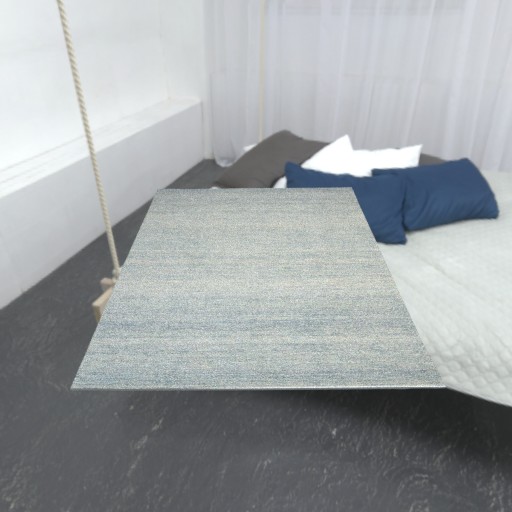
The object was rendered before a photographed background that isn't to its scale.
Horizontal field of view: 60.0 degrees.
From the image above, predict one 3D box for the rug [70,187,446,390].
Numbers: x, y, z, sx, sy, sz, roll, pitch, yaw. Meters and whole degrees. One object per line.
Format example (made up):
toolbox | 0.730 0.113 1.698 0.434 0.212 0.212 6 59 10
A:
rug | 0.000 0.000 4.247 2.461 0.046 3.237 0 32 0
